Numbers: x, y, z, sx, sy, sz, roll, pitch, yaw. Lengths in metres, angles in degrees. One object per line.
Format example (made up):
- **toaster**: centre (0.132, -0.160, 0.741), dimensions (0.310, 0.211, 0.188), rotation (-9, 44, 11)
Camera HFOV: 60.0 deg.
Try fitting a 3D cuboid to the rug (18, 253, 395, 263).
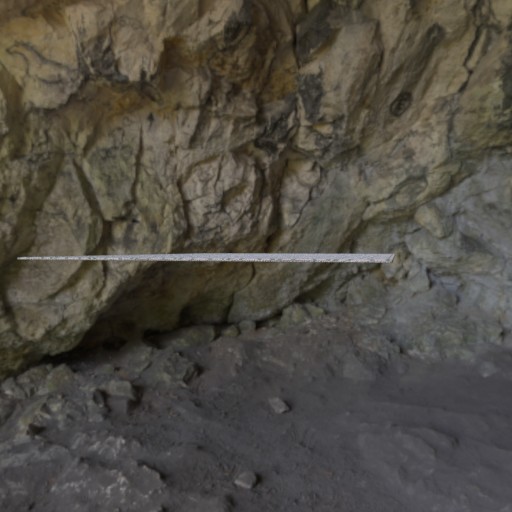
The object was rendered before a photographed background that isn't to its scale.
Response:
- **rug**: centre (0.000, 0.000, 4.087), dimensions (2.441, 0.017, 3.050), rotation (0, 1, 18)
